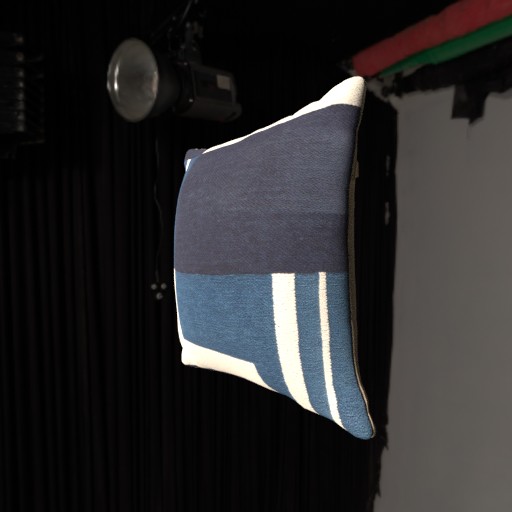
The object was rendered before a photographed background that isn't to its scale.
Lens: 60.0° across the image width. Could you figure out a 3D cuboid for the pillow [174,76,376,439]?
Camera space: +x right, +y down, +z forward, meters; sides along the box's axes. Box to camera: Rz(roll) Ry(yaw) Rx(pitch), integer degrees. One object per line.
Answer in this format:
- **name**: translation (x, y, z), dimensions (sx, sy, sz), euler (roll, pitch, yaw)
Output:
- **pillow**: translation (0.000, 0.000, 0.818), dimensions (0.229, 0.506, 0.536), euler (0, 0, -37)
